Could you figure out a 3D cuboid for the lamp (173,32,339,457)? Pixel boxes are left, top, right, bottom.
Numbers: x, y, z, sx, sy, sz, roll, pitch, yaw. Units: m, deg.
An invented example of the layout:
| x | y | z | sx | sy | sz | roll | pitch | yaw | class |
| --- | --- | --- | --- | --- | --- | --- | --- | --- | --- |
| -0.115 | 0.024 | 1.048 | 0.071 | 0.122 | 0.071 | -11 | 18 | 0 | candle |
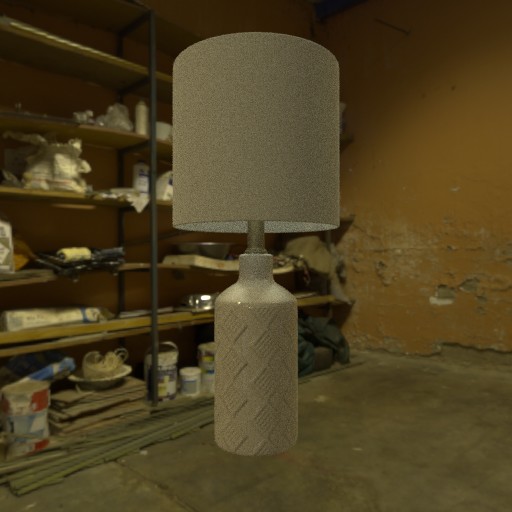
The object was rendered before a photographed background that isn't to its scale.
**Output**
| x | y | z | sx | sy | sz | roll | pitch | yaw | class |
| --- | --- | --- | --- | --- | --- | --- | --- | --- | --- |
| 0.000 | 0.000 | 0.559 | 0.207 | 0.461 | 0.207 | 0 | 0 | 1 | lamp |
